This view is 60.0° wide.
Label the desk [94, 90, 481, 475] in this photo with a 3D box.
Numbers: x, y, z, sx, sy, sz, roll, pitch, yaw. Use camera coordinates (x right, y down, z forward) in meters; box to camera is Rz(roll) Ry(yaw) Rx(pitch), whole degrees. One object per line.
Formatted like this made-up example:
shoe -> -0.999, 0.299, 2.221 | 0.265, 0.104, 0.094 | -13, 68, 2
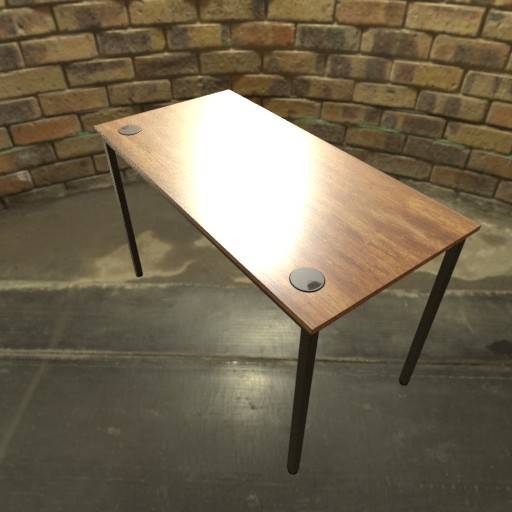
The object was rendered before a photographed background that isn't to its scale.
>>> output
desk -> 0.000, 0.000, 1.649 | 0.600, 0.749, 1.200 | -26, 47, -27
